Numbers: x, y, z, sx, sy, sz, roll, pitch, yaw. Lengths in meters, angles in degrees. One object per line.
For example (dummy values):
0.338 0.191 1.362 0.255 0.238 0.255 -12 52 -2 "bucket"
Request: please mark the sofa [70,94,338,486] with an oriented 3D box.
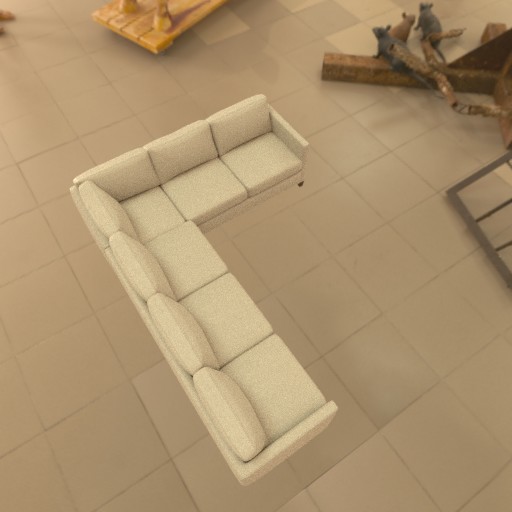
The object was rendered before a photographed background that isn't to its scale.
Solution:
0.000 0.000 4.454 2.522 0.934 3.333 -30 63 -17 "sofa"
